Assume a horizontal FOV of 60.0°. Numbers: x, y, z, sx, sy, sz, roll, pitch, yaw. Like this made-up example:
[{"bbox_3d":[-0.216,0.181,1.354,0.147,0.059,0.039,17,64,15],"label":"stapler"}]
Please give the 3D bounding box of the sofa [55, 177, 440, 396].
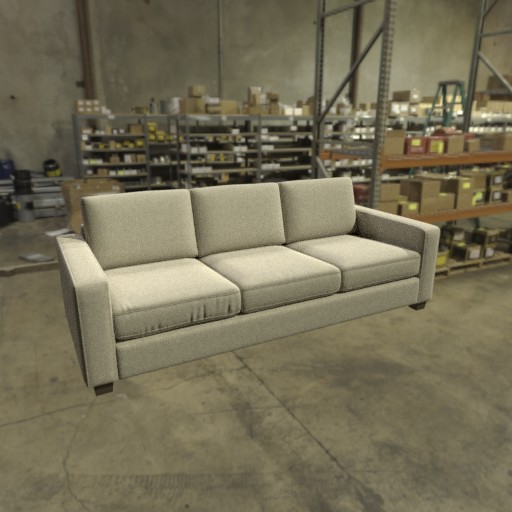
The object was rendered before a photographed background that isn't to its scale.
[{"bbox_3d":[0.000,0.000,2.702,2.160,0.800,0.900,-9,19,-26],"label":"sofa"}]
